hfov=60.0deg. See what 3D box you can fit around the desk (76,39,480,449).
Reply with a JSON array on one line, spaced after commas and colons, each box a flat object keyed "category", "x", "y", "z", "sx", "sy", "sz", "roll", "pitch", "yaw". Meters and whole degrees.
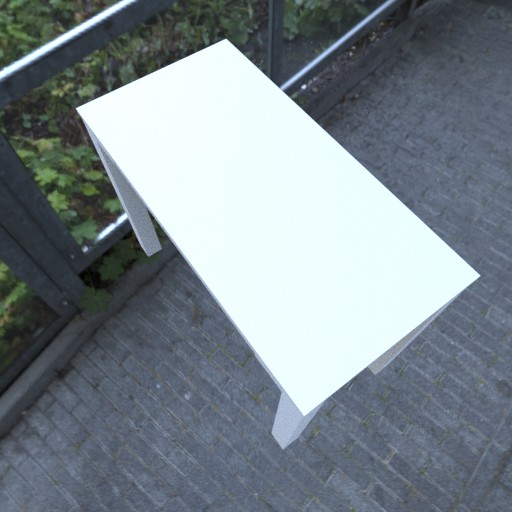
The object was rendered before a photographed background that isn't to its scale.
[{"category": "desk", "x": 0.000, "y": 0.000, "z": 1.427, "sx": 0.497, "sy": 0.762, "sz": 0.990, "roll": -33, "pitch": 67, "yaw": -16}]
